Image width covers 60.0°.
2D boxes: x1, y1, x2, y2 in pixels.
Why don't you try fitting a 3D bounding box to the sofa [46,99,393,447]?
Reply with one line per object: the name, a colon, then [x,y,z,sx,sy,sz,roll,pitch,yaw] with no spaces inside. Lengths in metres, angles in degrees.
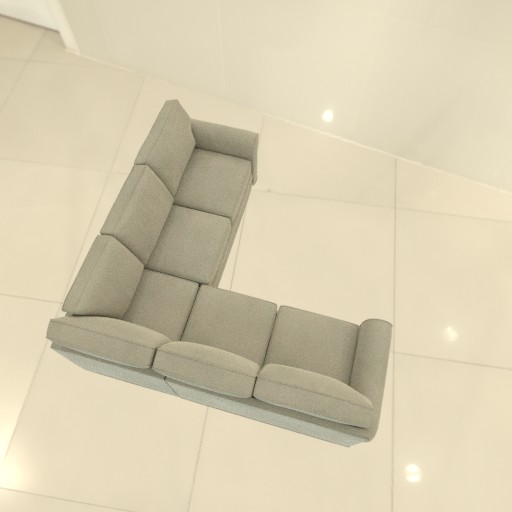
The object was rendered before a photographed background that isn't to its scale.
sofa: [0.000,0.000,3.945,2.487,1.053,2.562,14,64,7]
